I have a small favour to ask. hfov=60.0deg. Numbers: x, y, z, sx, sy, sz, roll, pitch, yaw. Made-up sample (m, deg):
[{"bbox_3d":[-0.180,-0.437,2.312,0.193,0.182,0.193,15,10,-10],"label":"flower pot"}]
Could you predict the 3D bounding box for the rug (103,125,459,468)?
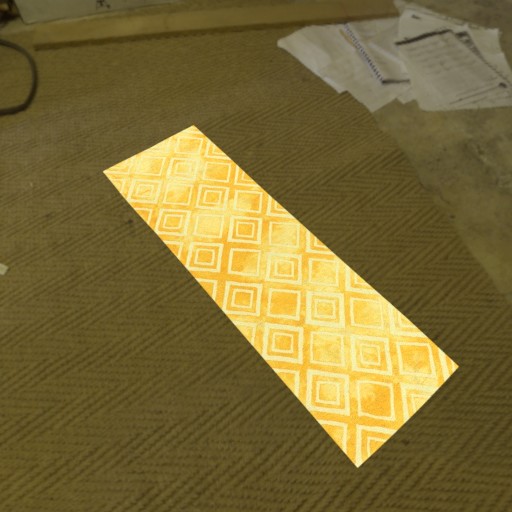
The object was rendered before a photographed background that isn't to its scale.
[{"bbox_3d":[0.000,0.000,2.706,0.775,0.010,2.438,-34,63,-20],"label":"rug"}]
